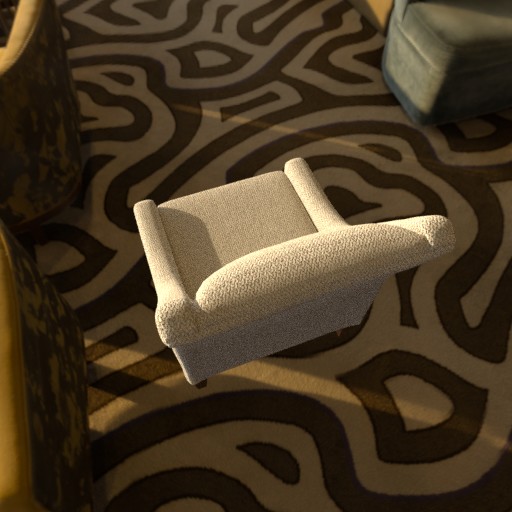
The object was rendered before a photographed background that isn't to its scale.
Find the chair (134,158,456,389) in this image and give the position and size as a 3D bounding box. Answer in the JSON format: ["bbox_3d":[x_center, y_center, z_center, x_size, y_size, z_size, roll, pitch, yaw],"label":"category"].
[{"bbox_3d":[0.000,0.000,1.636,0.774,1.014,0.870,-18,59,-11],"label":"chair"}]
